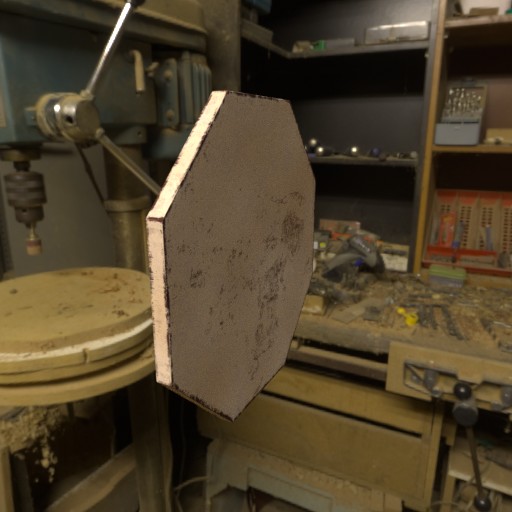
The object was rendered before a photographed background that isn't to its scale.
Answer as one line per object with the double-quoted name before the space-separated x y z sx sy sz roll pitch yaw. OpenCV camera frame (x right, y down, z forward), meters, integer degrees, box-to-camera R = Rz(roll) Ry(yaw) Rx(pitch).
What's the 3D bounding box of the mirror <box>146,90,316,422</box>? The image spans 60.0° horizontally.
"mirror" 0.000 0.000 0.954 0.031 0.648 0.648 8 17 26
